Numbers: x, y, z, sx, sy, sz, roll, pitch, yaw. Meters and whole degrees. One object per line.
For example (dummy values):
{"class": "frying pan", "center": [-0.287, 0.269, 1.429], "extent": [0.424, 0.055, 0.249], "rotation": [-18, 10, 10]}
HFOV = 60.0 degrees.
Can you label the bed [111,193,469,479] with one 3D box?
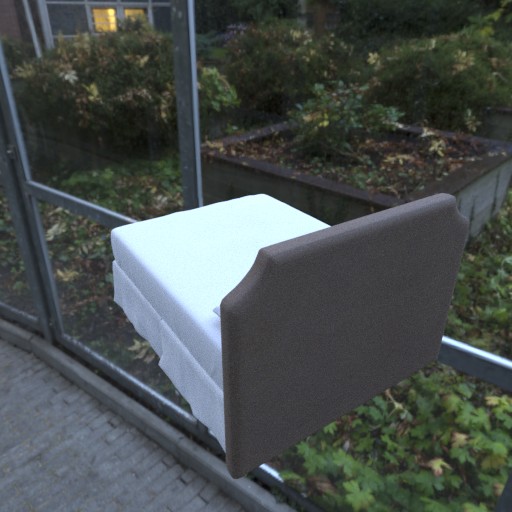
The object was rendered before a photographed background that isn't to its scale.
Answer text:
{"class": "bed", "center": [0.000, 0.000, 3.197], "extent": [1.693, 1.290, 2.116], "rotation": [-17, 32, -30]}
